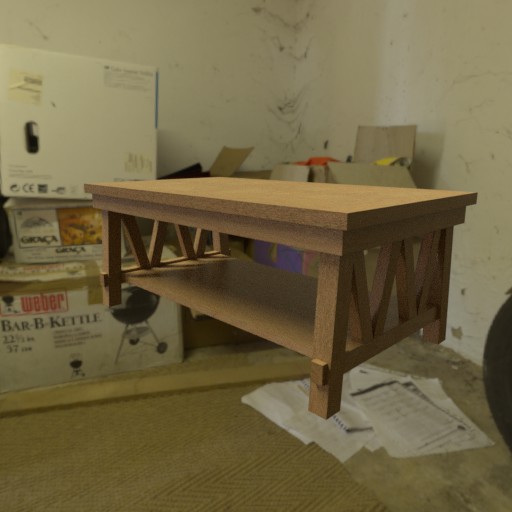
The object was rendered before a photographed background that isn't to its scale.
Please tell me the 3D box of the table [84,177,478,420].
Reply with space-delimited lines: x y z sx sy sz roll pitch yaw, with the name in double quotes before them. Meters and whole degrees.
"table" 0.000 0.000 1.653 0.711 0.507 1.270 -12 18 -43
